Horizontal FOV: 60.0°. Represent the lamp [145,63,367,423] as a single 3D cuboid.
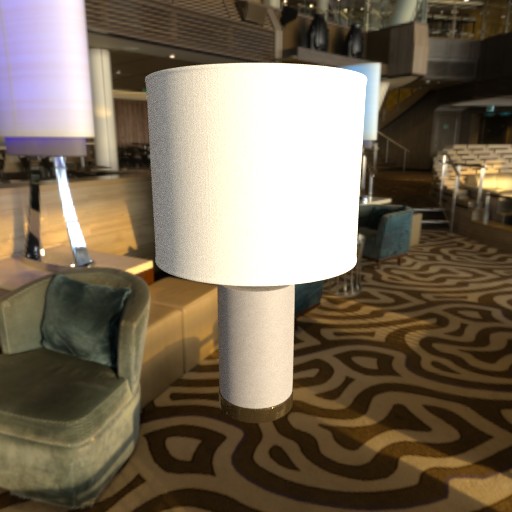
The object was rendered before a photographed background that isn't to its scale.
[{"bbox_3d":[0.000,0.000,0.516,0.229,0.380,0.229,0,14,0],"label":"lamp"}]
